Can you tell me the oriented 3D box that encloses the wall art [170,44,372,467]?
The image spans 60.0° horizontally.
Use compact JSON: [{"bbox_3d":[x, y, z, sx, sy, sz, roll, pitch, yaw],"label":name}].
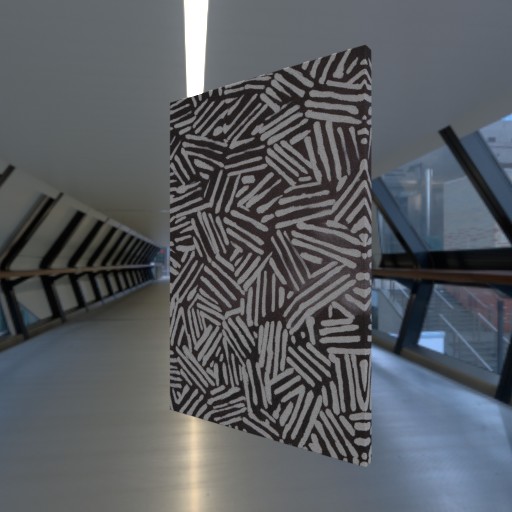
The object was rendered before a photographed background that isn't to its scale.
[{"bbox_3d":[0.000,0.000,1.154,0.615,0.918,0.035,0,0,36],"label":"wall art"}]
